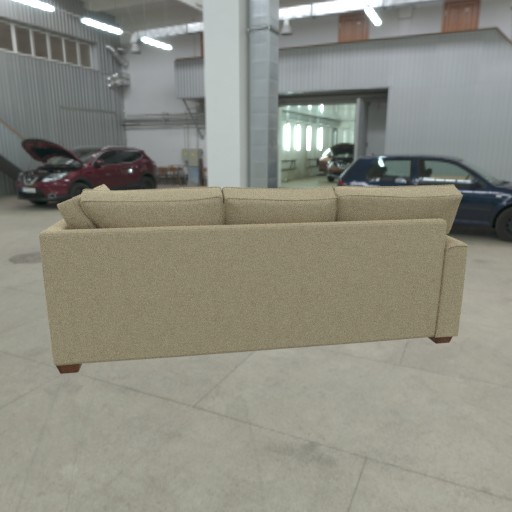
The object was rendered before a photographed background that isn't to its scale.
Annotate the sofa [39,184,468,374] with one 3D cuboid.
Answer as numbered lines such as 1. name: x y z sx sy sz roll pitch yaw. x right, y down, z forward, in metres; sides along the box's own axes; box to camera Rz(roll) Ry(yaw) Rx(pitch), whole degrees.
1. sofa: 0.000 0.000 2.879 2.317 0.962 1.061 -2 14 -9
